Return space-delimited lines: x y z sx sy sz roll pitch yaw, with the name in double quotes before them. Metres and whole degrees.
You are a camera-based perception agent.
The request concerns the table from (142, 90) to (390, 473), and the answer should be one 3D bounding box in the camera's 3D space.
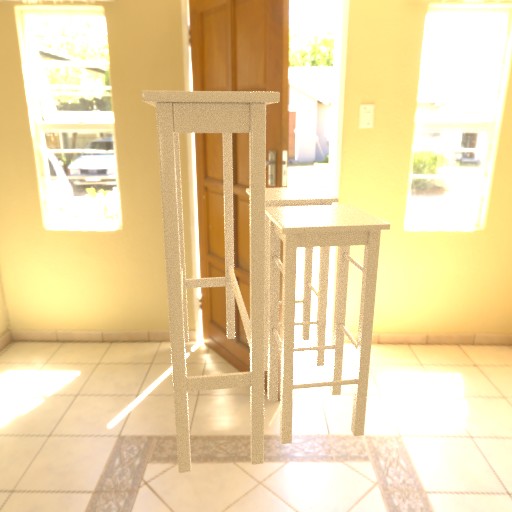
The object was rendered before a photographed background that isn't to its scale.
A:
"table" 0.000 0.000 1.609 0.650 1.065 0.915 -3 17 -8
